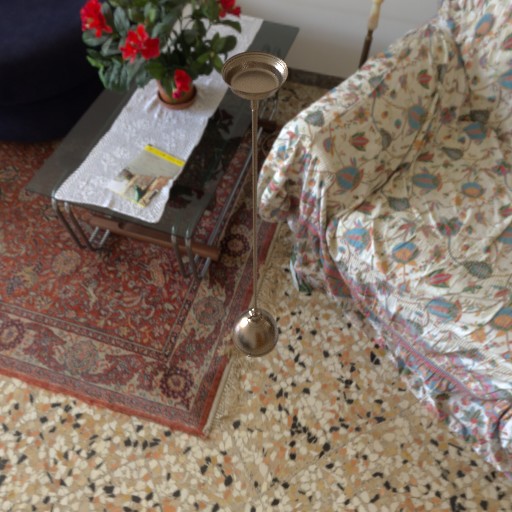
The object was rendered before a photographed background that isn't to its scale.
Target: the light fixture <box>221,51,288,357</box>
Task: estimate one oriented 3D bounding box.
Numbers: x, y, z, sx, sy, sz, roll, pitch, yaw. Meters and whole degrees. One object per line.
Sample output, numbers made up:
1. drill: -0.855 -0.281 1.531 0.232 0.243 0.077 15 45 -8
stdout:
1. light fixture: 0.000 0.000 1.444 0.217 1.367 0.211 -16 59 -10
